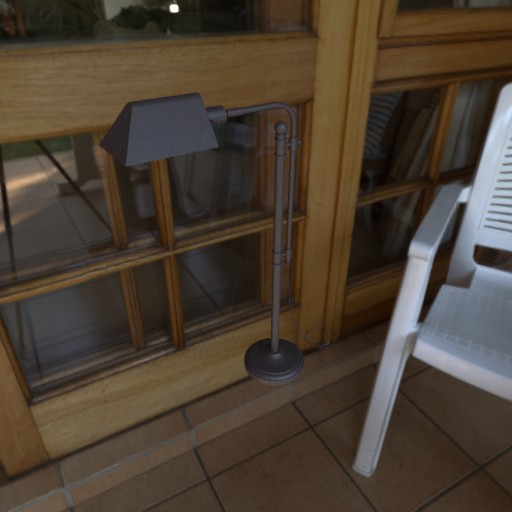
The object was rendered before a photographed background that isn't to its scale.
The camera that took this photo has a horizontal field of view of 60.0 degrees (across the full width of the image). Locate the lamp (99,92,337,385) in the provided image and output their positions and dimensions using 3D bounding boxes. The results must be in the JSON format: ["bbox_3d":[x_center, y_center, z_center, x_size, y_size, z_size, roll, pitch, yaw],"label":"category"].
[{"bbox_3d":[0.000,0.000,0.965,0.545,0.708,0.159,-20,37,-29],"label":"lamp"}]
